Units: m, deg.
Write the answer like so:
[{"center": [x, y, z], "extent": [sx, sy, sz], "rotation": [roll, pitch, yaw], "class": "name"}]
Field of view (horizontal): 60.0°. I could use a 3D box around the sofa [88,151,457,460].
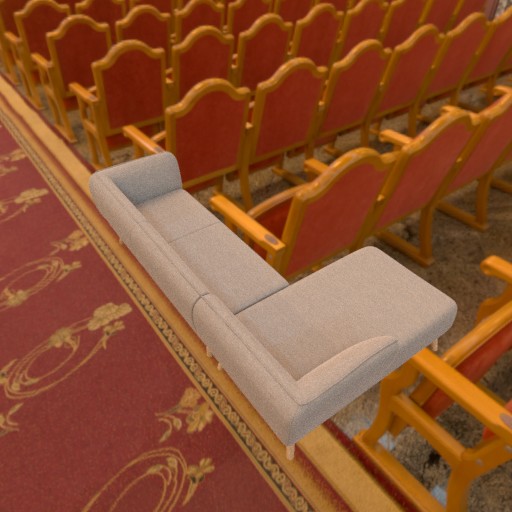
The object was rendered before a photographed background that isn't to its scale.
[{"center": [0.000, 0.000, 3.328], "extent": [1.532, 0.693, 2.653], "rotation": [-25, 46, -26], "class": "sofa"}]
